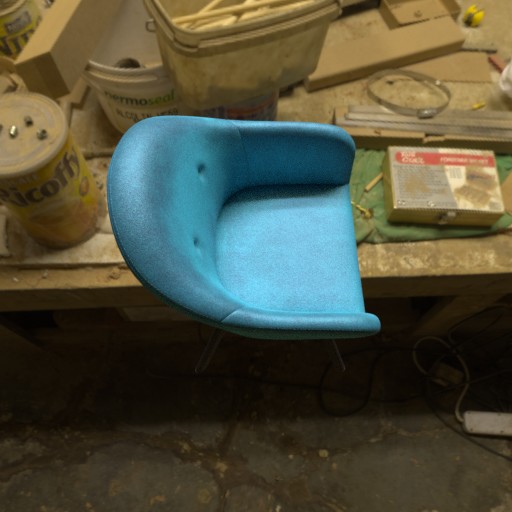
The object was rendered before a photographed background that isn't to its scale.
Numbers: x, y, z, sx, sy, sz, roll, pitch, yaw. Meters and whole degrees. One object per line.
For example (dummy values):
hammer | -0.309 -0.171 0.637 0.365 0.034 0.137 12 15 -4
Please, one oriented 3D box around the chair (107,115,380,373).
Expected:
chair | 0.000 0.000 1.180 0.570 0.780 0.540 -1 64 0
